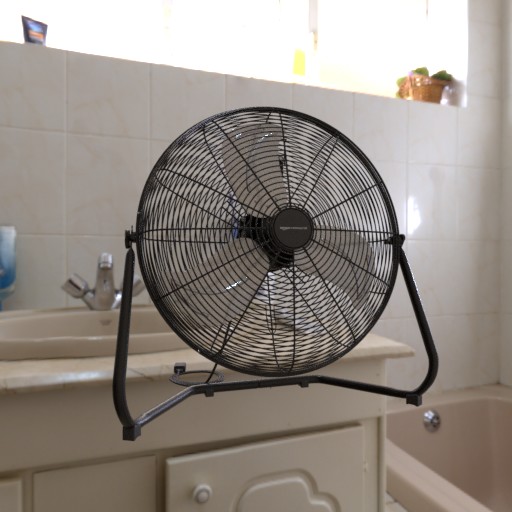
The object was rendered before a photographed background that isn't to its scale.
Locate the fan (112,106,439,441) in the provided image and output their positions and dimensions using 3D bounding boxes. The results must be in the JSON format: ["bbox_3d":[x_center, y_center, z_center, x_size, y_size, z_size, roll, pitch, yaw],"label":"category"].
[{"bbox_3d":[0.000,0.000,0.906,0.555,0.546,0.424,0,0,-17],"label":"fan"}]
